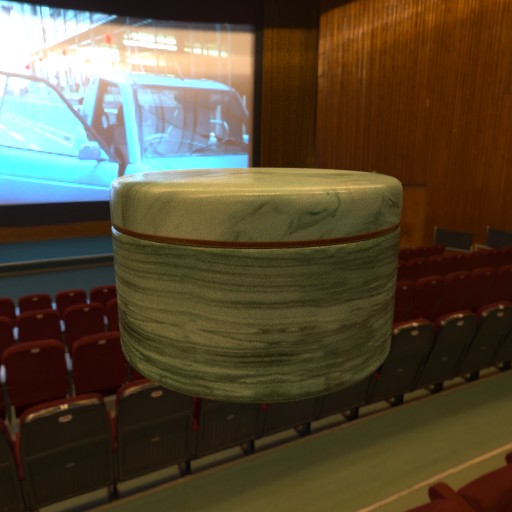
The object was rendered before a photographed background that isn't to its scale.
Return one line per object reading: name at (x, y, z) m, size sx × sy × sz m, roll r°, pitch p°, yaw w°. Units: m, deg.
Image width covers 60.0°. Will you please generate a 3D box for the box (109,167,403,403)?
box at (0.000, 0.000, 0.166) m, size 0.101 × 0.063 × 0.101 m, roll 0°, pitch 14°, yaw 0°
